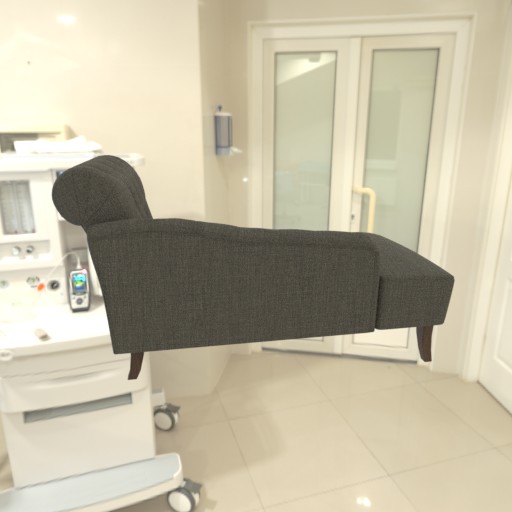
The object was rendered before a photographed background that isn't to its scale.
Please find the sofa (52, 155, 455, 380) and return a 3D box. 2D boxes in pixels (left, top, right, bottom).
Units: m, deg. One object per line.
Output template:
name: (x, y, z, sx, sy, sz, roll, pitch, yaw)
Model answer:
sofa: (0.000, 0.000, 1.810, 1.379, 0.787, 0.675, -3, 17, -10)
